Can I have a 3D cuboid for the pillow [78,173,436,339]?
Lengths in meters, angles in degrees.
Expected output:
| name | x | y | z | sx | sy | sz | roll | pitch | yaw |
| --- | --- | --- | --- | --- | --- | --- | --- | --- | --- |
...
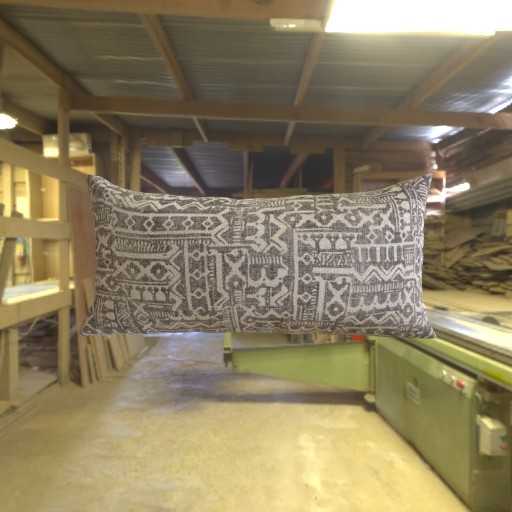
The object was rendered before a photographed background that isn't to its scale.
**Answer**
| name | x | y | z | sx | sy | sz | roll | pitch | yaw |
| --- | --- | --- | --- | --- | --- | --- | --- | --- | --- |
| pillow | 0.000 | 0.000 | 0.780 | 0.631 | 0.290 | 0.148 | 0 | 0 | 1 |
